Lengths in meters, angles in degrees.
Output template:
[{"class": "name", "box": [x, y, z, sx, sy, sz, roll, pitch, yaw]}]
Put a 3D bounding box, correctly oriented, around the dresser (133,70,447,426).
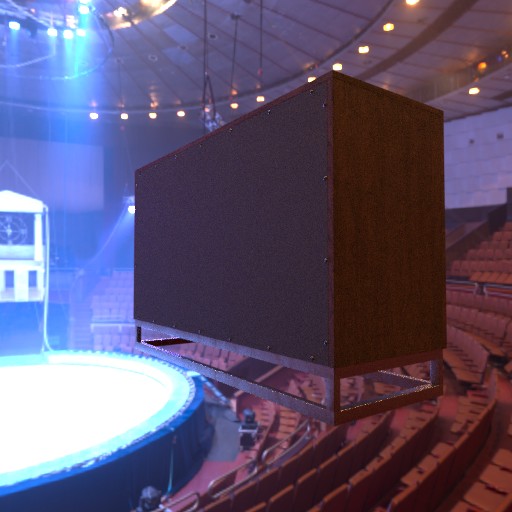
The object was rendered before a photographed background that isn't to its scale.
[{"class": "dresser", "box": [0.000, 0.000, 2.157, 0.623, 1.061, 1.646, 1, -2, -36]}]
